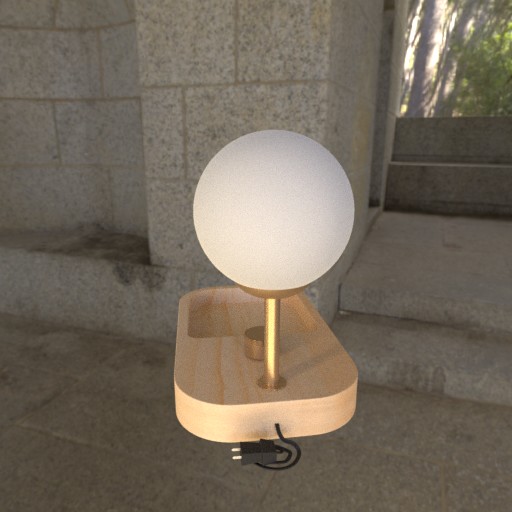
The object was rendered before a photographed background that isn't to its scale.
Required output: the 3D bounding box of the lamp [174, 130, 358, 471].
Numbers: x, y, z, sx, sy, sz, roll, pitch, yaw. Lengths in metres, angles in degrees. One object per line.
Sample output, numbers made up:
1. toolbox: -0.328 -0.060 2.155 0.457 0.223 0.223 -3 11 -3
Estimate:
1. lamp: 0.000 0.000 0.465 0.173 0.253 0.331 -2 15 -8
